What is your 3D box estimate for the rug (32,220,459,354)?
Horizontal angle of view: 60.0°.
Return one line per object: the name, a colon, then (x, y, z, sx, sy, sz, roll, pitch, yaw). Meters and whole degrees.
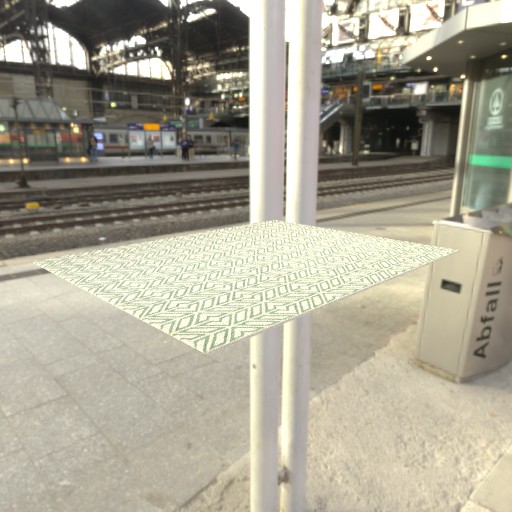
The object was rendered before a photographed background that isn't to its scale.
rug: (0.000, 0.000, 4.029, 3.050, 0.017, 2.441, -14, 20, -43)
